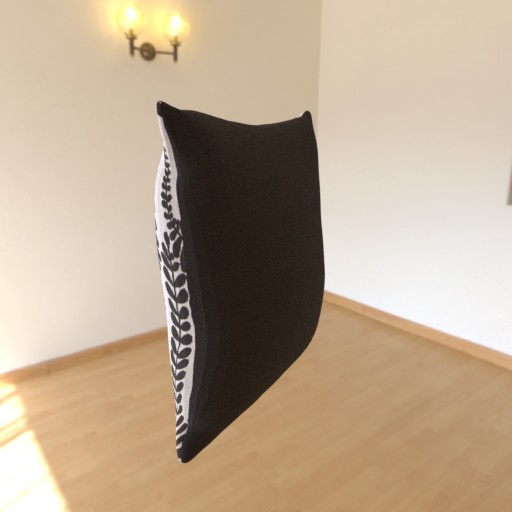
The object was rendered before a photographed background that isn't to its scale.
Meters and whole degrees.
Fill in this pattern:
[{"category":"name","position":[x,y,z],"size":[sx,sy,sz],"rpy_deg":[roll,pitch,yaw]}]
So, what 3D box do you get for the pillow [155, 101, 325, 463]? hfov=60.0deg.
[{"category":"pillow","position":[0.000,0.000,0.681],"size":[0.182,0.441,0.440],"rpy_deg":[8,17,26]}]
